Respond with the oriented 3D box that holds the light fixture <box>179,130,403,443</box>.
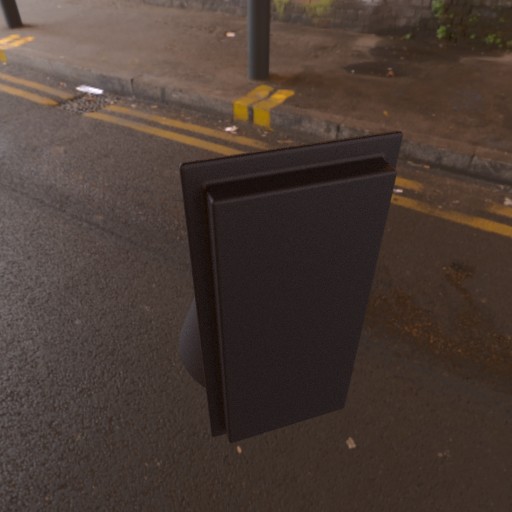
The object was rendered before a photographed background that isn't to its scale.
[{"bbox_3d":[0.000,0.000,0.424,0.170,0.298,0.207,-12,40,-14],"label":"light fixture"}]
